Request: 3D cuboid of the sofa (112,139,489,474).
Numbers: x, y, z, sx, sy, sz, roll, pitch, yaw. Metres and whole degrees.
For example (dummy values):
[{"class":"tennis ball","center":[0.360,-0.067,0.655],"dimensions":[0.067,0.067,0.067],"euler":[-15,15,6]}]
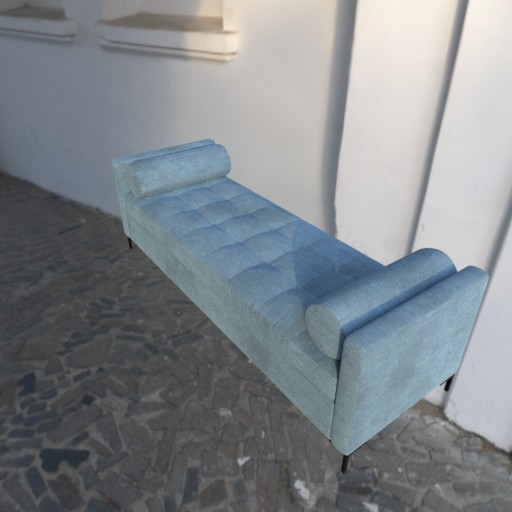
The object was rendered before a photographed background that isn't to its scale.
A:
[{"class":"sofa","center":[0.000,0.000,2.279],"dimensions":[0.686,0.635,1.981],"euler":[-21,38,-30]}]
